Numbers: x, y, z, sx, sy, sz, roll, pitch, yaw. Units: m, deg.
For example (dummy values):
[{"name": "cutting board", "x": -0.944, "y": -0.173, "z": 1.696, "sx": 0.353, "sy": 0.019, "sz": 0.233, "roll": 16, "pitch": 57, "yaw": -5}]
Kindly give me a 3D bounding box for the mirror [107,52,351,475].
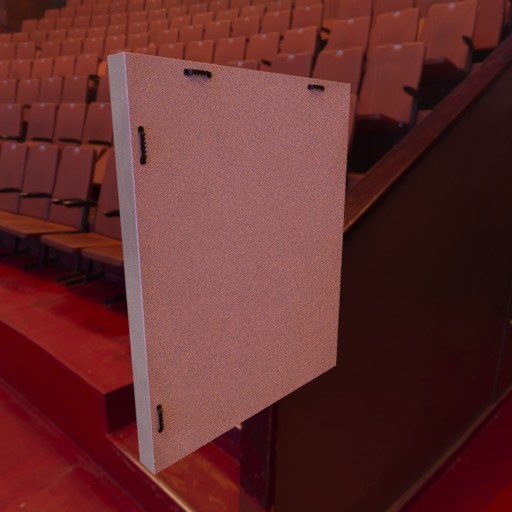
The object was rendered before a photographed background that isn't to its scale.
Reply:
[{"name": "mirror", "x": 0.000, "y": 0.000, "z": 0.660, "sx": 0.041, "sy": 0.509, "sz": 0.406, "roll": 15, "pitch": 21, "yaw": 43}]
